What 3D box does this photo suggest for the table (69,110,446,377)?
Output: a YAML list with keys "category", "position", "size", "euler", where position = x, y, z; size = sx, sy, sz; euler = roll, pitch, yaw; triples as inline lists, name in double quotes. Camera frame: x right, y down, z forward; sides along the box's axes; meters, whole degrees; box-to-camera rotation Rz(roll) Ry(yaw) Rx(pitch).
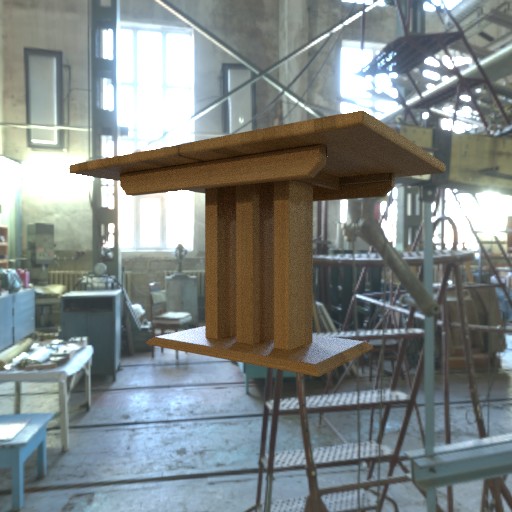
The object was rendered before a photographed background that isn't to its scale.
- category: "table"
  position: [0.000, 0.000, 1.860]
  size: [1.300, 0.770, 0.900]
  euler: [1, 1, 35]
